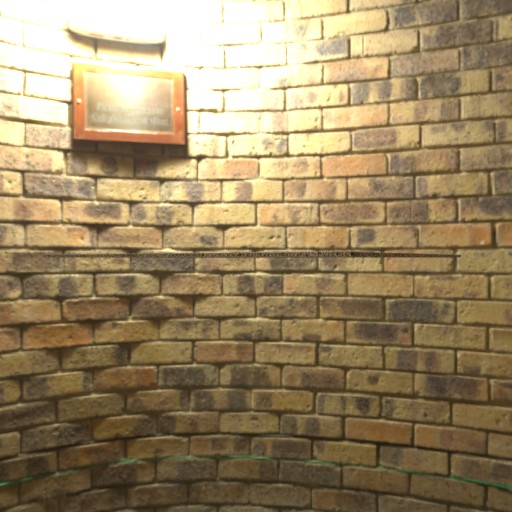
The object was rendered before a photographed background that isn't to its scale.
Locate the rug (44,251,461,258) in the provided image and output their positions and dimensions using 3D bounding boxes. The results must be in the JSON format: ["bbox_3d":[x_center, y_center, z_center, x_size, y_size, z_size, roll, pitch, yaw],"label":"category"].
[{"bbox_3d":[0.000,0.000,4.118,3.047,0.029,2.438,0,0,36],"label":"rug"}]
